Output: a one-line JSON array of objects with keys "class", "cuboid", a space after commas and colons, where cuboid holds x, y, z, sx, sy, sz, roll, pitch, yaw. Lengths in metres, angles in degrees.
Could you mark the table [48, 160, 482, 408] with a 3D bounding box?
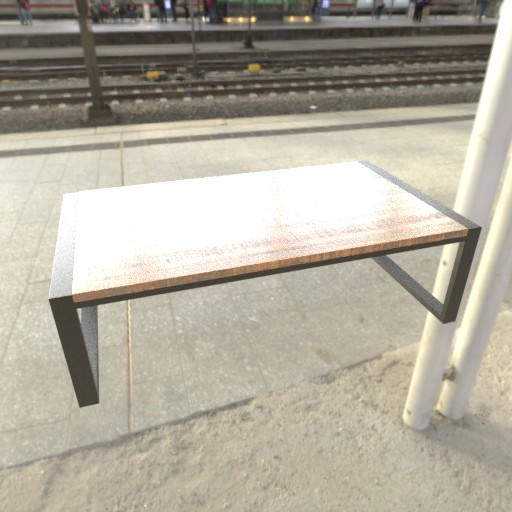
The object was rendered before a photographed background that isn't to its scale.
[{"class": "table", "cuboid": [0.000, 0.000, 1.714, 1.350, 0.400, 0.750, -9, 31, -15]}]
